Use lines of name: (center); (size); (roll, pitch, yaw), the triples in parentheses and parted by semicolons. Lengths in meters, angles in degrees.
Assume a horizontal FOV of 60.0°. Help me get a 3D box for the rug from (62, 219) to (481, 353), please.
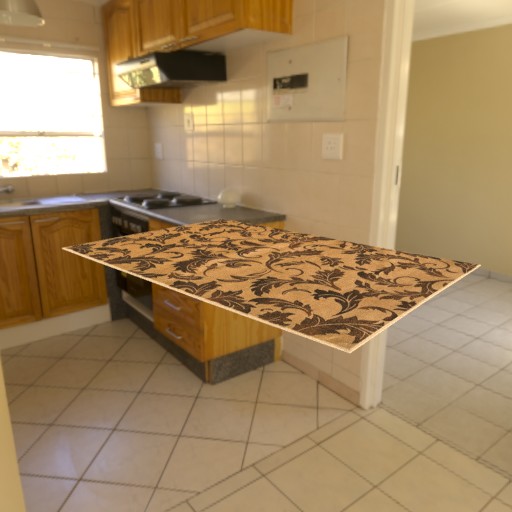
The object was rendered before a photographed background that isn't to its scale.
rug: (0.000, 0.000, 2.871); (2.284, 0.008, 1.522); (13, 20, 41)
